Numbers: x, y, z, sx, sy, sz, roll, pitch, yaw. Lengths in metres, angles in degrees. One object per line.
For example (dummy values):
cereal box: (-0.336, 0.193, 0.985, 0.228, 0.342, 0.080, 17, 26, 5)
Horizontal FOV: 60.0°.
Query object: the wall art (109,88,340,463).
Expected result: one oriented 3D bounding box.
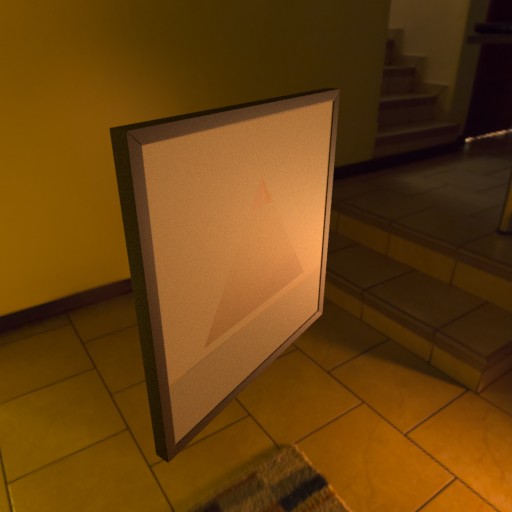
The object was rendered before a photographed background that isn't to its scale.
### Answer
wall art: (0.000, 0.000, 0.776, 0.028, 0.511, 0.513, 18, 31, 31)
